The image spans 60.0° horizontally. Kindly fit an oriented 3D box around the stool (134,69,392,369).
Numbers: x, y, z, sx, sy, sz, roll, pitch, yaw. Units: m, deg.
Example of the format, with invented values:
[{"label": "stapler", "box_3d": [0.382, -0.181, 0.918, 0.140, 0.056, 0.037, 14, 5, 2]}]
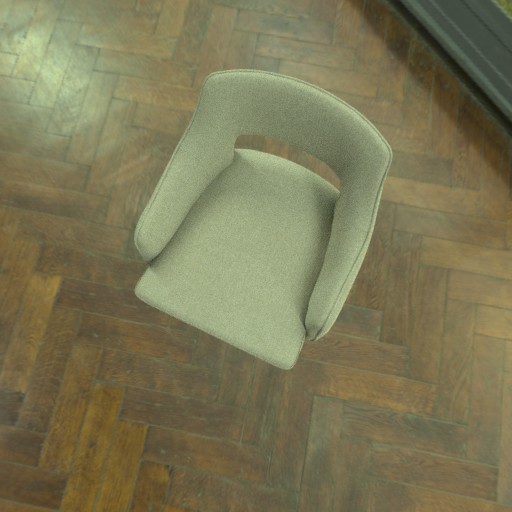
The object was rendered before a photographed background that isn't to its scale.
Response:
[{"label": "stool", "box_3d": [0.000, 0.000, 1.377, 0.550, 1.041, 0.560, 25, 77, 6]}]
